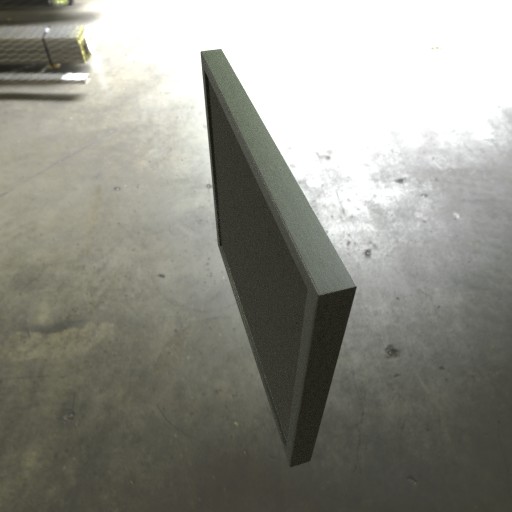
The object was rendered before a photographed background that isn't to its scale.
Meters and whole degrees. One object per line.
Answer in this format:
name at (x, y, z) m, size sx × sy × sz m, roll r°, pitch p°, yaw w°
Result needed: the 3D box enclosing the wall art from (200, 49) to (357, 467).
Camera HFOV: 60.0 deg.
wall art at (0.000, 0.000, 0.526) m, size 0.028 × 0.330 × 0.380 m, roll -12°, pitch 48°, yaw -11°
